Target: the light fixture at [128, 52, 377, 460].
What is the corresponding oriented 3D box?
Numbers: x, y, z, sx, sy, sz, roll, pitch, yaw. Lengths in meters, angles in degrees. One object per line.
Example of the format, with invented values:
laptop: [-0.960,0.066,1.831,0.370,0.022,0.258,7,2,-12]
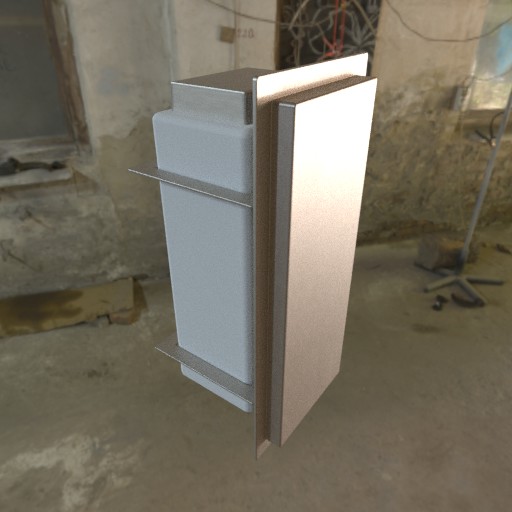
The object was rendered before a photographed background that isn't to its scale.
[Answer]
light fixture: [0.000,0.000,0.460,0.160,0.380,0.168,20,36,30]
